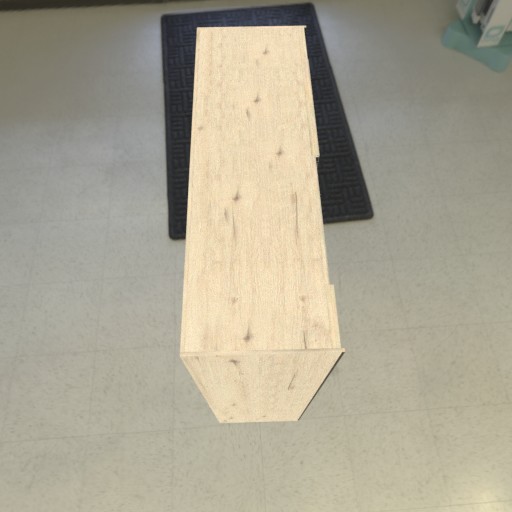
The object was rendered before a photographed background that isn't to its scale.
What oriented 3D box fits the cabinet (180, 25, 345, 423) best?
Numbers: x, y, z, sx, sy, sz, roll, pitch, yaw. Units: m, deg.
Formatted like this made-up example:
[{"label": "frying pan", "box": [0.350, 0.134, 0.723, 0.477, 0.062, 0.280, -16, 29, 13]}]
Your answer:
[{"label": "cabinet", "box": [0.000, 0.000, 3.193, 0.660, 2.180, 2.000, -1, 63, -1]}]
